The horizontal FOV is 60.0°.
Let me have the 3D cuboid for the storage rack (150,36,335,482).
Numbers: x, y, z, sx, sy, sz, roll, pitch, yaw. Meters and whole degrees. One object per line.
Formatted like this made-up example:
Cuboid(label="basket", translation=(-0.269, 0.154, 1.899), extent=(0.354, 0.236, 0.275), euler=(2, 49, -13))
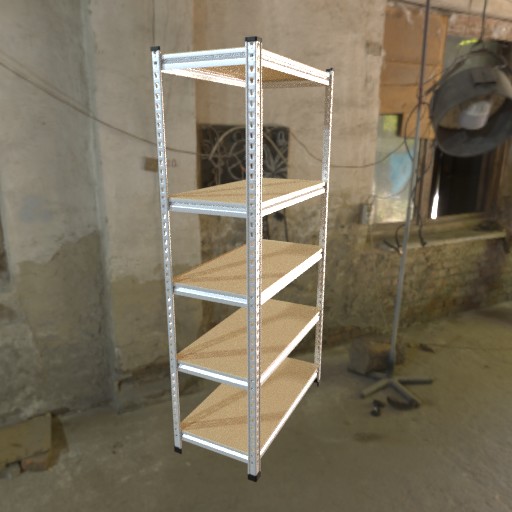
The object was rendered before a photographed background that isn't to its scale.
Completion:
Cuboid(label="storage rack", translation=(0.000, 0.000, 2.234), extent=(0.457, 1.829, 0.914), euler=(8, 17, 25))
